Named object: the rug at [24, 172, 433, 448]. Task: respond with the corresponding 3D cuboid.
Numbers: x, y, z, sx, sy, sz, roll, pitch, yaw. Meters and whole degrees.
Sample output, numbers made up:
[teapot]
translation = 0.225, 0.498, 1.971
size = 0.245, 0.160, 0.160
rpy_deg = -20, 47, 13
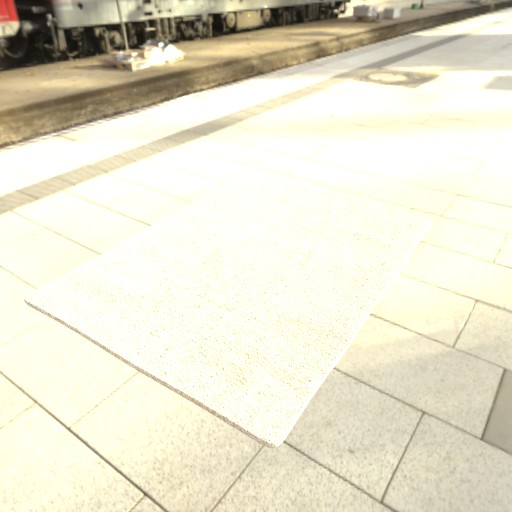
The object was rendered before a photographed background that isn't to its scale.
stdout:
[rug]
translation = 0.000, 0.000, 2.066
size = 1.200, 0.027, 1.600
rpy_deg = 20, 38, 28
